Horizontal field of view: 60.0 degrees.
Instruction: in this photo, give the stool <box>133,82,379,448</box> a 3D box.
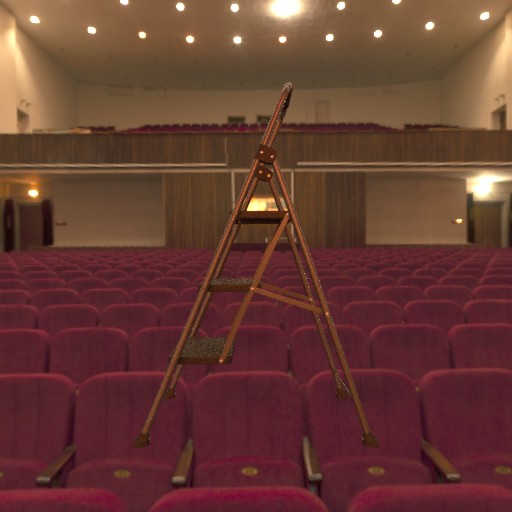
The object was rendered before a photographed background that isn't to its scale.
[{"bbox_3d":[0.000,0.000,1.531,0.733,1.121,0.473,0,1,0],"label":"stool"}]
